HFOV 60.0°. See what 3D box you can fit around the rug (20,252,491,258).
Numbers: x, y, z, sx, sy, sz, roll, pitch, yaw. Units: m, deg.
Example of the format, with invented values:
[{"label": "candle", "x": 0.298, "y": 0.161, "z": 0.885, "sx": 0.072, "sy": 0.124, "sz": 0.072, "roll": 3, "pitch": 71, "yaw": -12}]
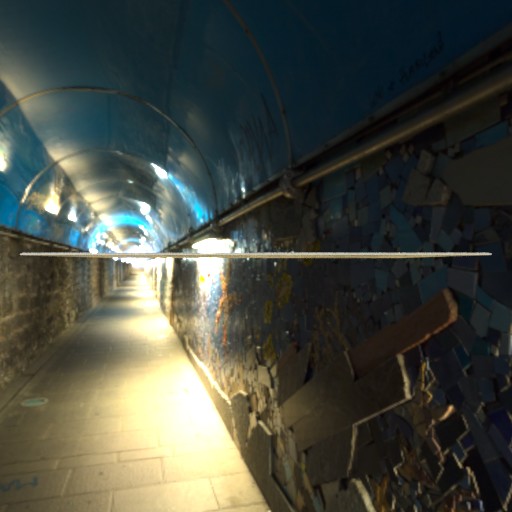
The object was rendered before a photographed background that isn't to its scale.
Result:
[{"label": "rug", "x": 0.000, "y": 0.000, "z": 3.050, "sx": 2.431, "sy": 0.012, "sz": 1.536, "roll": 0, "pitch": -1, "yaw": 1}]
